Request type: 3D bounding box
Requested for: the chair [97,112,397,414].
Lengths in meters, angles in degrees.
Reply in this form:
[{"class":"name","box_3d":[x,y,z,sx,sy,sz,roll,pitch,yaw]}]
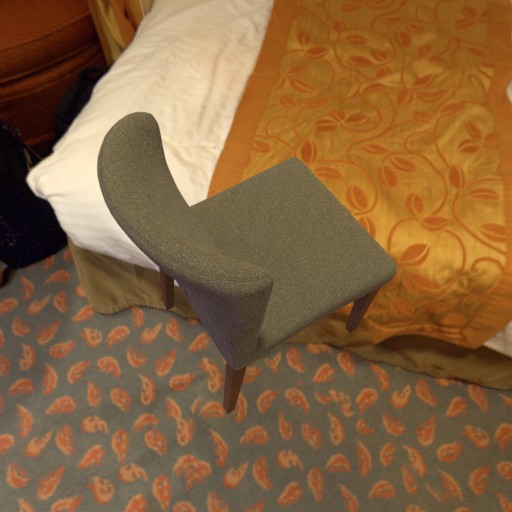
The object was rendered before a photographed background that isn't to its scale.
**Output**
[{"class":"chair","box_3d":[0.000,0.000,1.180,0.589,0.839,0.491,-28,63,-16]}]
